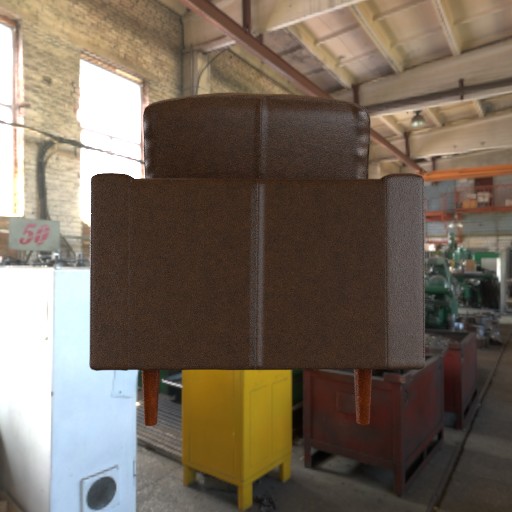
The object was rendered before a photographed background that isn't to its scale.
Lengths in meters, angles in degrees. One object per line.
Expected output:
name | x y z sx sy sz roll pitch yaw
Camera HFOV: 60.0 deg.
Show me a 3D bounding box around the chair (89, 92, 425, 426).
chair | 0.000 0.000 1.623 0.890 0.956 0.909 0 -1 -1
